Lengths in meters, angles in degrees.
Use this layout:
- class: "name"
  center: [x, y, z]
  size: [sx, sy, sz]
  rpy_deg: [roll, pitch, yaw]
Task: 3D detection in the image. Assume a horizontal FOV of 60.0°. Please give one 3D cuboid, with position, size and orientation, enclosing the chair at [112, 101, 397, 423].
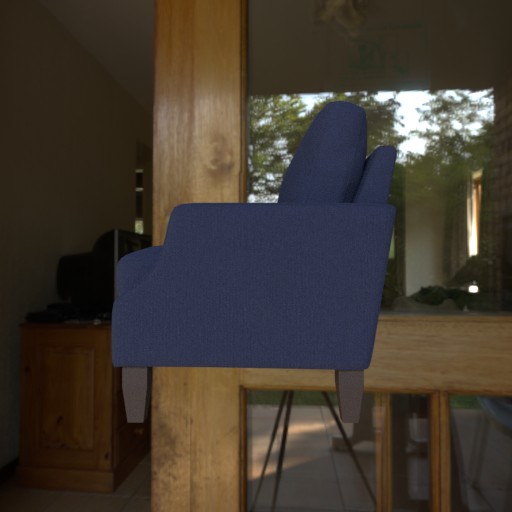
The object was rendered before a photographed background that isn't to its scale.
- class: "chair"
  center: [0.000, 0.000, 1.695]
  size: [0.897, 0.991, 0.855]
  rpy_deg: [0, -1, 0]
